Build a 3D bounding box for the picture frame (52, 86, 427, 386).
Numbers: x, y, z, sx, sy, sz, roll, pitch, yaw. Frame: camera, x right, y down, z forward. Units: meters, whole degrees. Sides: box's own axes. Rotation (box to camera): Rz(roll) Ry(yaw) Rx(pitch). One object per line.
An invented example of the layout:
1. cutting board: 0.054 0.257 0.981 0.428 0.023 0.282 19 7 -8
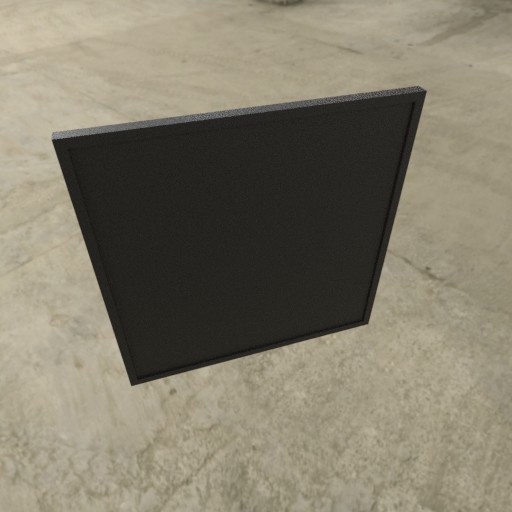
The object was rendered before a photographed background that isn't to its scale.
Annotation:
1. picture frame: 0.000 0.000 1.143 0.775 0.775 0.032 -12 42 -13
